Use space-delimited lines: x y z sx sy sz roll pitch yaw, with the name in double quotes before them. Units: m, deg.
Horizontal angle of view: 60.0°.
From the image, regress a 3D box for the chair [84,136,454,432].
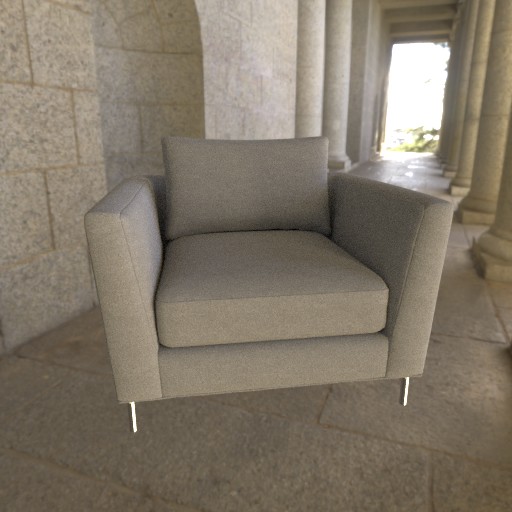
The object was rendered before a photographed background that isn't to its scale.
"chair" 0.000 0.000 1.680 1.041 0.864 0.889 -3 16 -9
